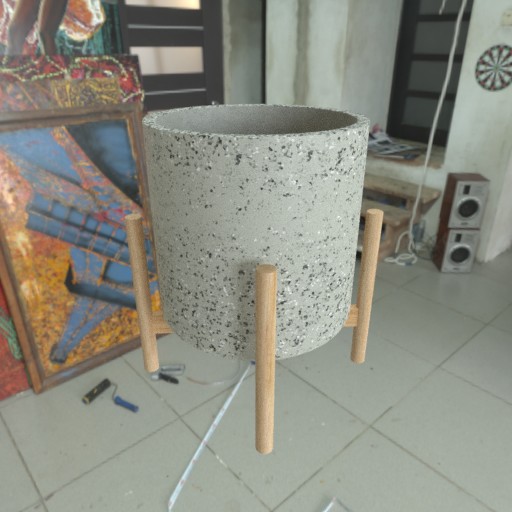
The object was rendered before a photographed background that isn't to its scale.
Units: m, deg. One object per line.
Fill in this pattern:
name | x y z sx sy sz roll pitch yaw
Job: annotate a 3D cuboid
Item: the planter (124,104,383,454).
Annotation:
planter | 0.000 0.000 0.693 0.360 0.419 0.360 8 26 17
